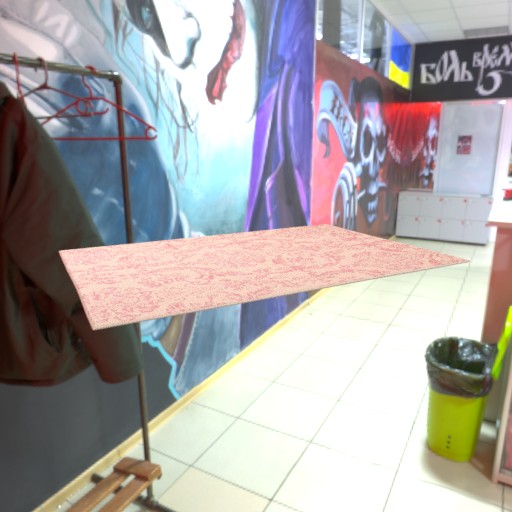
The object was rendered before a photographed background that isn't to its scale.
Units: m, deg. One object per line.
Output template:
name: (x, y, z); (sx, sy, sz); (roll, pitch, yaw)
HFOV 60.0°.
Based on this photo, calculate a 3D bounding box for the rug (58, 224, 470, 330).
rug: (0.000, 0.000, 2.362); (1.839, 0.012, 1.219); (-7, 16, -27)
